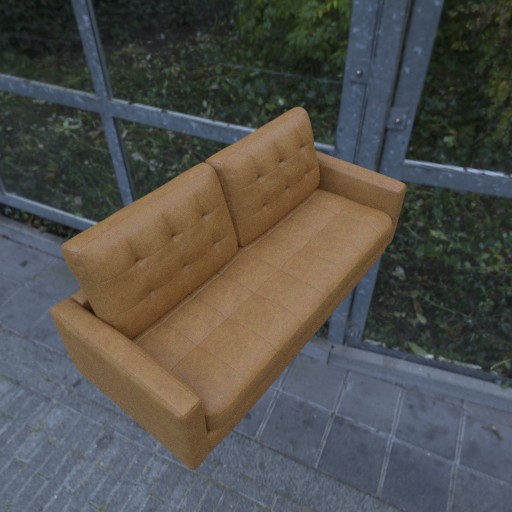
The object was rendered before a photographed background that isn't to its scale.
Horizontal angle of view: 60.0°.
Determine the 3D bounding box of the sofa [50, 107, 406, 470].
[{"bbox_3d":[0.000,0.000,2.246,0.850,0.898,1.821,28,49,27],"label":"sofa"}]
